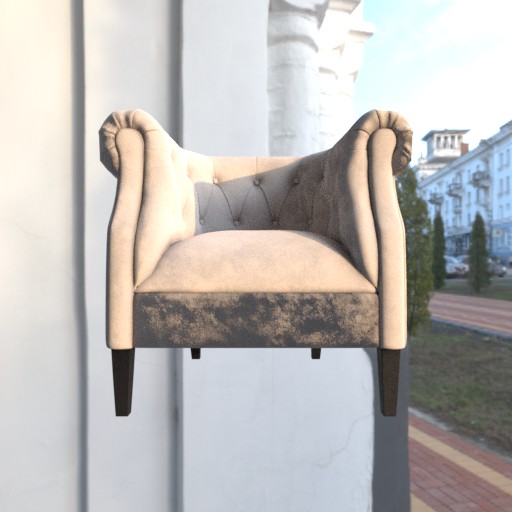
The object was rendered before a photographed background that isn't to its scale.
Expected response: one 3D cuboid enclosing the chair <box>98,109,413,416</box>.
[{"bbox_3d":[0.000,0.000,1.526,0.904,0.826,0.851,0,0,0],"label":"chair"}]
